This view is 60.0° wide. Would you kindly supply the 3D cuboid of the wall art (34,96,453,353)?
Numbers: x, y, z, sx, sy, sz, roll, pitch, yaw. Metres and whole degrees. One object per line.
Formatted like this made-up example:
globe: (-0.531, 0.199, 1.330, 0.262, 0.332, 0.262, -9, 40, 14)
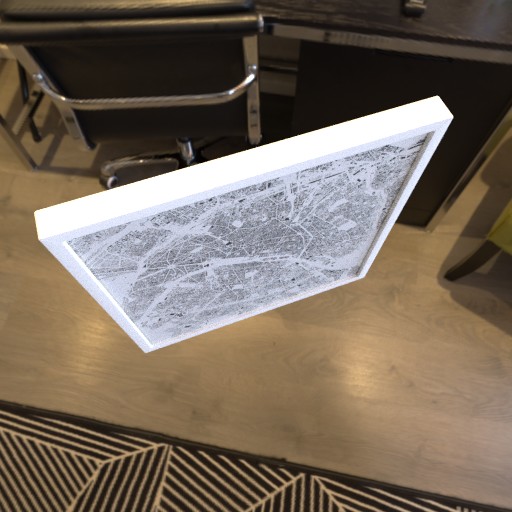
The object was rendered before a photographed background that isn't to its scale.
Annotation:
wall art: (0.000, 0.000, 0.746, 0.508, 0.508, 0.038, -18, 65, -9)
